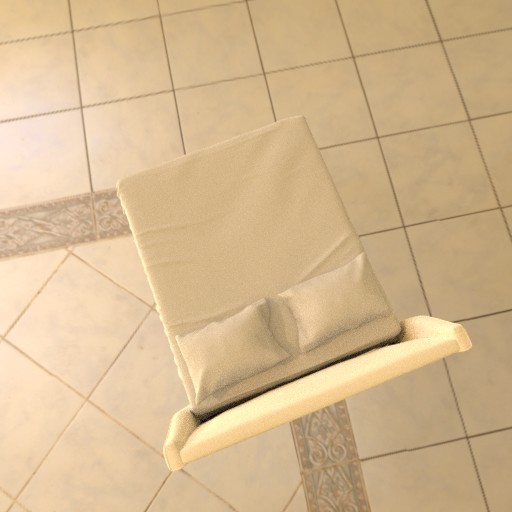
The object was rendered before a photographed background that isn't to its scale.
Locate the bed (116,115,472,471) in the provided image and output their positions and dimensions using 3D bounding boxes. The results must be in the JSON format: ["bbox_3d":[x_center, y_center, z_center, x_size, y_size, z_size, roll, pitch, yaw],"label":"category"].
[{"bbox_3d":[0.000,0.000,3.412,1.925,1.332,2.276,-21,78,-5],"label":"bed"}]
